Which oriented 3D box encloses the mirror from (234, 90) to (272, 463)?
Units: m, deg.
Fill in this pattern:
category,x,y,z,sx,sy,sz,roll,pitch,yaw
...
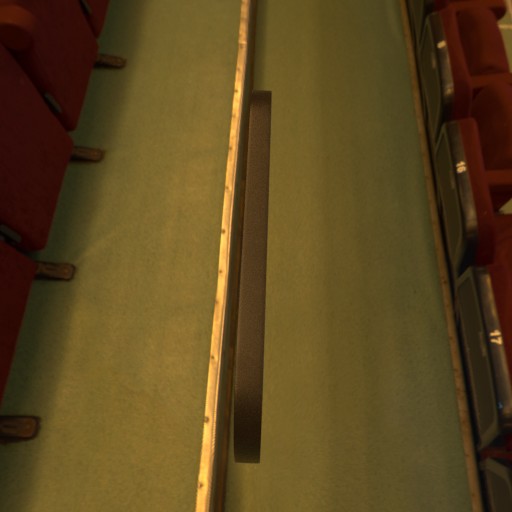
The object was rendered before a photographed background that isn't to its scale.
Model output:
category,x,y,z,sx,sy,sz,roll,pitch,yaw
mirror,0.000,0.000,0.689,0.032,0.254,0.584,2,64,1
